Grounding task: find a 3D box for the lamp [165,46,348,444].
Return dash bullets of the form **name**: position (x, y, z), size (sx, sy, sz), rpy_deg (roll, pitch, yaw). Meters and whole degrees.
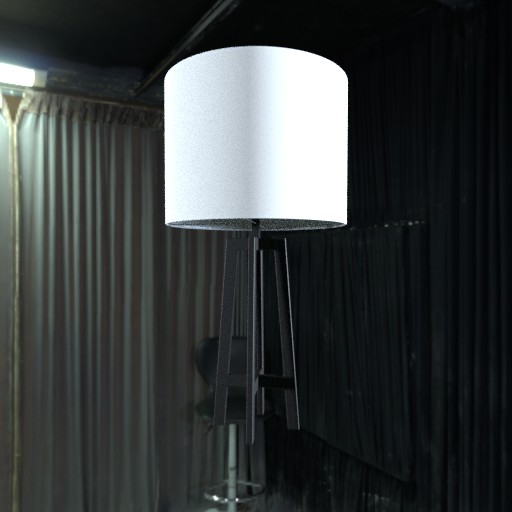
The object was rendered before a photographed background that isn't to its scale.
- **lamp**: position (0.000, 0.000, 0.637), size (0.257, 0.489, 0.257), rpy_deg (0, 0, -37)
